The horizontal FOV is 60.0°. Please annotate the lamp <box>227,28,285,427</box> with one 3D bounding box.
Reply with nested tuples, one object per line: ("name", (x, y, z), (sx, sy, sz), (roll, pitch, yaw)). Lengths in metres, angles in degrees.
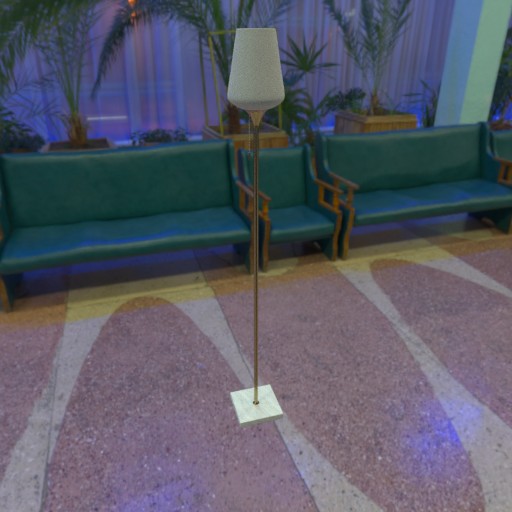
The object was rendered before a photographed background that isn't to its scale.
("lamp", (0.000, 0.000, 1.988), (0.232, 1.813, 0.229), (-7, 27, -15))
